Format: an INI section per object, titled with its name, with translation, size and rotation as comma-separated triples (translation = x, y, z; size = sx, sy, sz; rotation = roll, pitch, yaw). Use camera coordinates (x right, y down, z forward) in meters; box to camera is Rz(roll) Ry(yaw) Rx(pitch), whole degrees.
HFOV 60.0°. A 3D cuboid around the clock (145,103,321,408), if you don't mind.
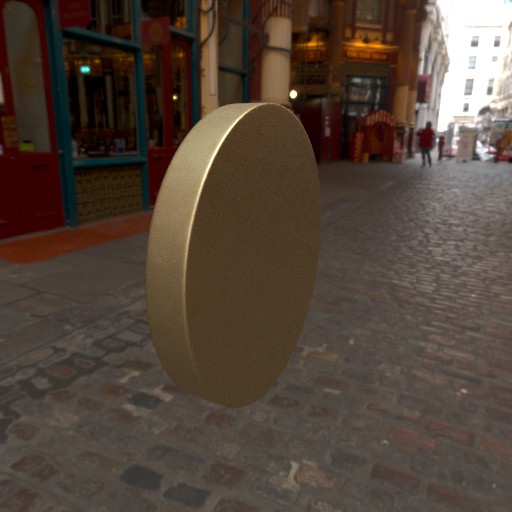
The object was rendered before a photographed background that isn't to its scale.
[clock]
translation = 0.000, 0.000, 0.481
size = 0.040, 0.314, 0.314
rotation = 8, 18, 26
